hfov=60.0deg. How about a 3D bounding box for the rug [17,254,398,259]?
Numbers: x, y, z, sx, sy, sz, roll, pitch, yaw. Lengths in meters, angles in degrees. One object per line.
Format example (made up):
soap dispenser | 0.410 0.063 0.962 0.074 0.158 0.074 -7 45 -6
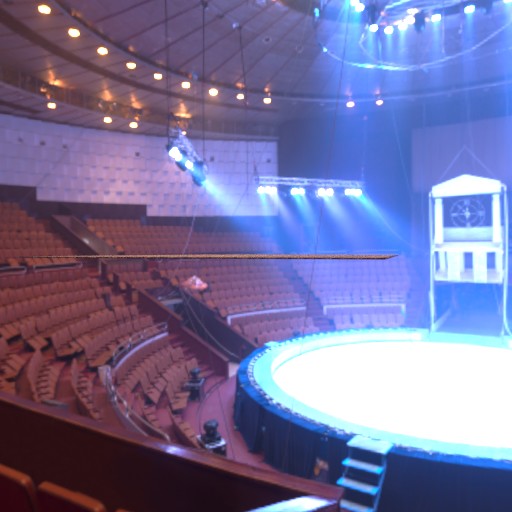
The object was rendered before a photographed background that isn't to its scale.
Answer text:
rug | 0.000 0.000 4.087 2.437 0.010 3.056 0 0 19
